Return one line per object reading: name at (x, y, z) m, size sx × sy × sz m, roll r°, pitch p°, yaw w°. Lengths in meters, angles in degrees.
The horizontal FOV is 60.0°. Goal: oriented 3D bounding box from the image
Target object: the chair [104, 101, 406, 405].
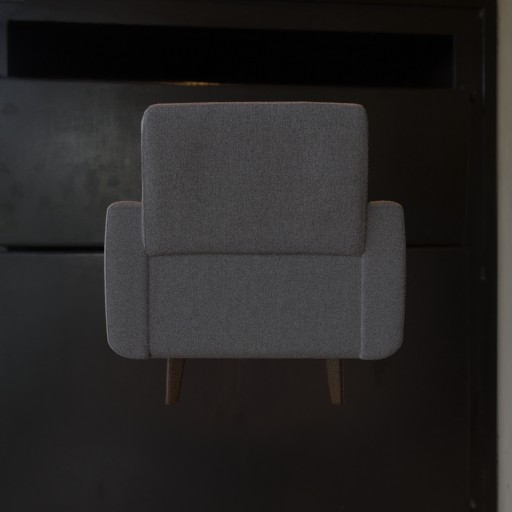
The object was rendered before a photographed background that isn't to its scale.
chair at (0.000, 0.000, 1.587) m, size 0.831 × 0.839 × 0.907 m, roll 0°, pitch 0°, yaw 0°
